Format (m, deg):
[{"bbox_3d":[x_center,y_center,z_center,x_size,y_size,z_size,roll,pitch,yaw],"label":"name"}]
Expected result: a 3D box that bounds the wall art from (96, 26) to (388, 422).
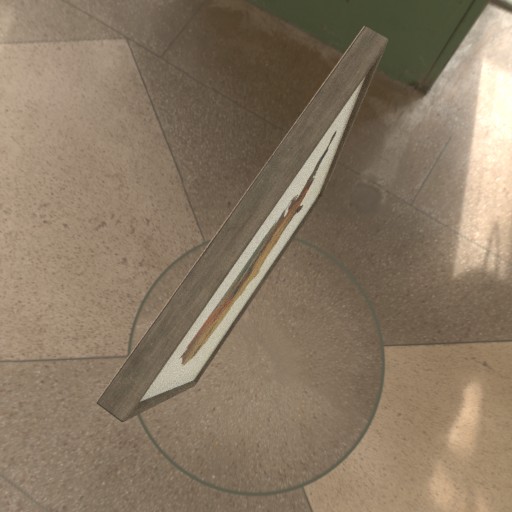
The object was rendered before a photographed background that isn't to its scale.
[{"bbox_3d":[0.000,0.000,1.061,0.050,0.751,0.749,33,79,7],"label":"wall art"}]
